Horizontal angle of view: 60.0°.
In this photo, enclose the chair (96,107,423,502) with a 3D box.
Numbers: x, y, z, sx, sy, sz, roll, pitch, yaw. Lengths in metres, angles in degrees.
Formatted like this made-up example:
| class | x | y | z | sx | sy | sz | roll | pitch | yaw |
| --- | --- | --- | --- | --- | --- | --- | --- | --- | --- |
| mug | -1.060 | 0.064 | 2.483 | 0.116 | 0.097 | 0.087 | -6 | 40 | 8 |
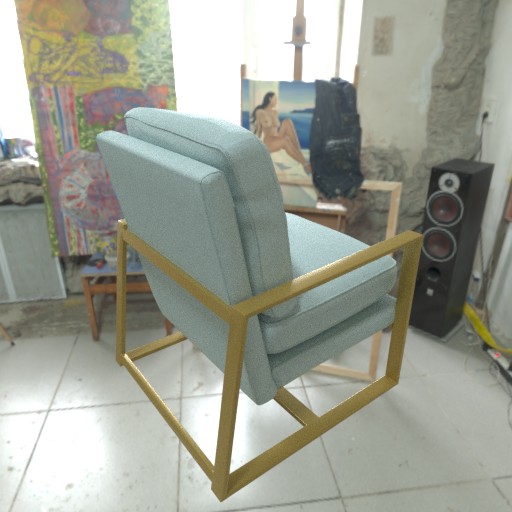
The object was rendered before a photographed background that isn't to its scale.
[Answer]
| class | x | y | z | sx | sy | sz | roll | pitch | yaw |
| --- | --- | --- | --- | --- | --- | --- | --- | --- | --- |
| chair | 0.000 | 0.000 | 1.484 | 0.813 | 0.956 | 0.758 | -18 | 31 | -33 |
